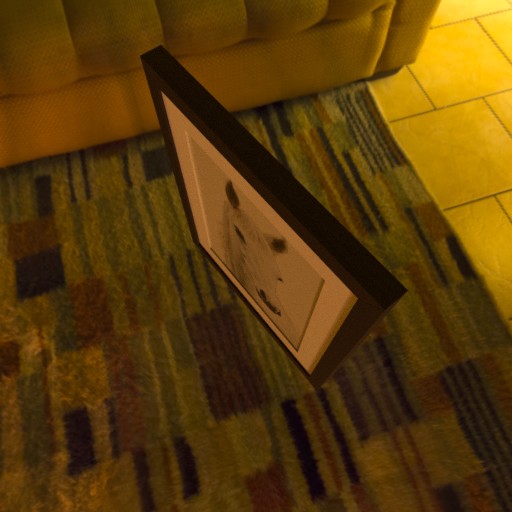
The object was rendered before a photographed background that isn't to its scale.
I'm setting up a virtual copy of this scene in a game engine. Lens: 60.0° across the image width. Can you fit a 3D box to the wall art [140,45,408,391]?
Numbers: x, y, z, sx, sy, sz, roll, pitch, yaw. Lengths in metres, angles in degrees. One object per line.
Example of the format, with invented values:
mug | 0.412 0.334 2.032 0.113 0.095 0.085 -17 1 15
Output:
wall art | 0.000 0.000 0.773 0.034 0.552 0.455 -36 70 -15
